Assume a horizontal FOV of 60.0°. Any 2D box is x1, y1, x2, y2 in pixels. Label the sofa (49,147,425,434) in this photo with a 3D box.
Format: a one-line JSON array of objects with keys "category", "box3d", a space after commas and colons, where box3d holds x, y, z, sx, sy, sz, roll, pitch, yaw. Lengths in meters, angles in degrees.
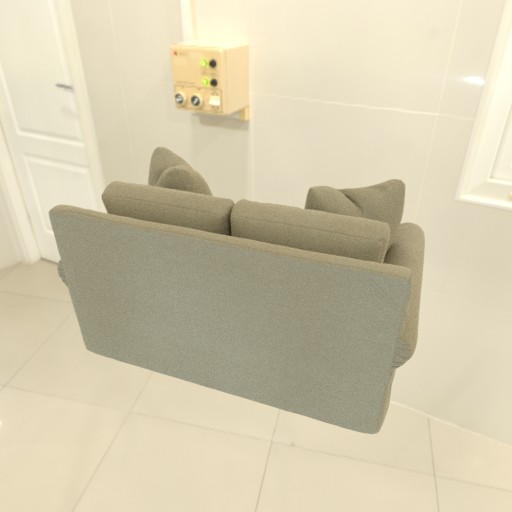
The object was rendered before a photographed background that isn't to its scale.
[{"category": "sofa", "box3d": [0.000, 0.000, 2.189, 1.550, 0.905, 1.070, 11, 34, 17]}]
